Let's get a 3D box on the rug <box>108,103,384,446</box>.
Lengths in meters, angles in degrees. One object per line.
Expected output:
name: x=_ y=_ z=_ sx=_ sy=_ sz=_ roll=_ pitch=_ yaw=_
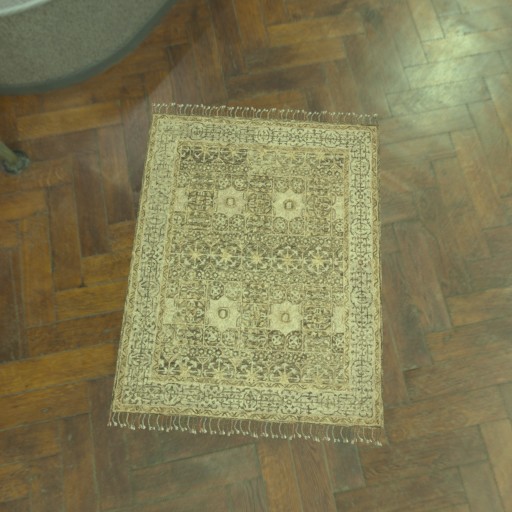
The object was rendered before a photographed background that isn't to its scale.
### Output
rug: x=0.000 y=0.000 z=4.309 sx=2.431 sy=0.017 sz=3.291 roll=3 pitch=75 yaw=1
